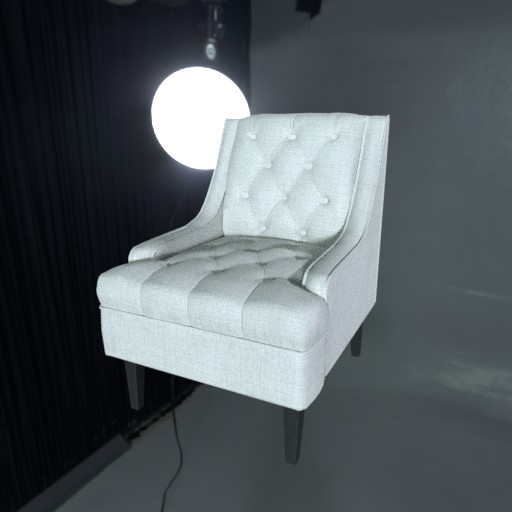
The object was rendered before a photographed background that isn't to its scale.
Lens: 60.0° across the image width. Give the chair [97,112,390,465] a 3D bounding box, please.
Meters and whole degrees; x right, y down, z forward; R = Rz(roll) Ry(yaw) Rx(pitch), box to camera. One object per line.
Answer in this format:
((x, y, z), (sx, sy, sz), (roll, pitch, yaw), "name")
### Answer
((0.000, 0.000, 1.410), (0.658, 0.891, 0.772), (8, 17, 26), "chair")
